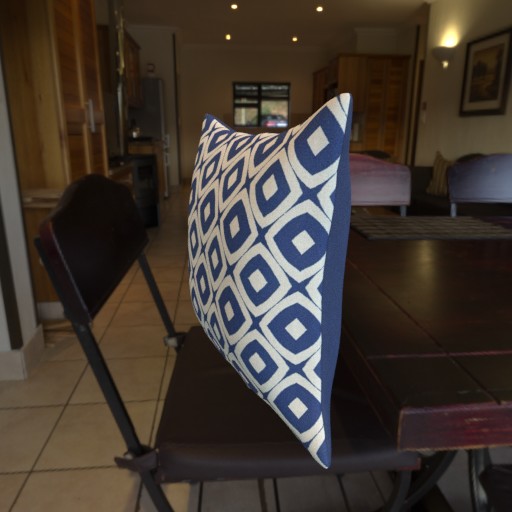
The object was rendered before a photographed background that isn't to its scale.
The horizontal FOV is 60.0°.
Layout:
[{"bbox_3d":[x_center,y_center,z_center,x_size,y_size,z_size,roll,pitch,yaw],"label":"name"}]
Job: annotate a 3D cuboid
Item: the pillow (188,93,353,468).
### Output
[{"bbox_3d":[0.000,0.000,0.770,0.188,0.494,0.504,-7,17,-23],"label":"pillow"}]
